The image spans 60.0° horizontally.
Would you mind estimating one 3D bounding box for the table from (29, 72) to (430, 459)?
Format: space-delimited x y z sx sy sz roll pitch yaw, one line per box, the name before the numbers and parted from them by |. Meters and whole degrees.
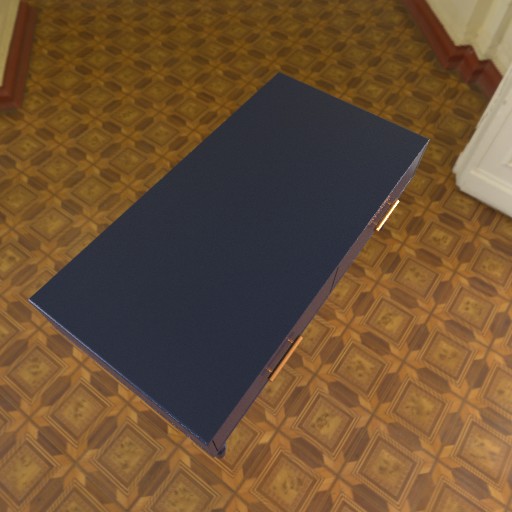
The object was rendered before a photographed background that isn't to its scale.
table | 0.000 0.000 1.387 0.572 0.457 1.067 32 63 18
